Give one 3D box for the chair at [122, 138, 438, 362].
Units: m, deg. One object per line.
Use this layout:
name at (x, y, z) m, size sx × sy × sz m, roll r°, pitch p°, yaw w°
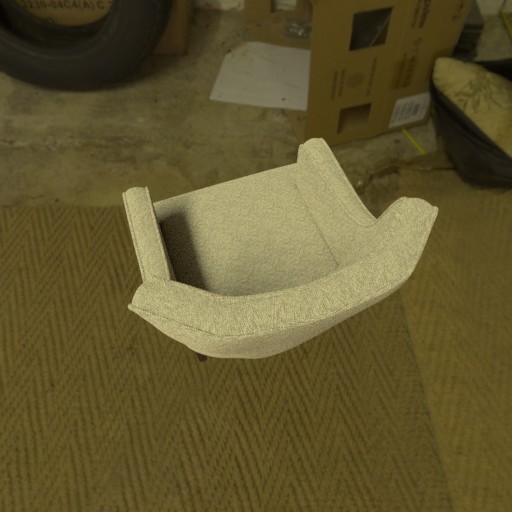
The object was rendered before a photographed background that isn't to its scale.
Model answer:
chair at (0.000, 0.000, 1.645) m, size 0.820 × 0.920 × 0.910 m, roll -18°, pitch 60°, yaw -10°
